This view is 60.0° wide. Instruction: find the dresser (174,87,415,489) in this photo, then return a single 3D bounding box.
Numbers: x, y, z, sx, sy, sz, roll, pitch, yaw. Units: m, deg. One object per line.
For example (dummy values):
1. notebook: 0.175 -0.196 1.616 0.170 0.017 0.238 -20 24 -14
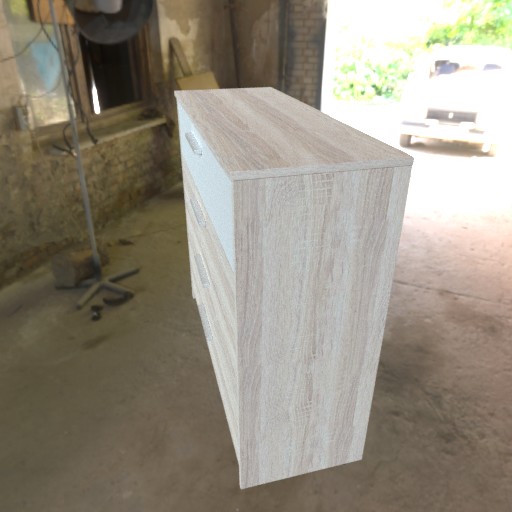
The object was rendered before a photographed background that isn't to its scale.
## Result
1. dresser: 0.000 0.000 1.449 0.380 0.900 0.980 -7 29 -13
